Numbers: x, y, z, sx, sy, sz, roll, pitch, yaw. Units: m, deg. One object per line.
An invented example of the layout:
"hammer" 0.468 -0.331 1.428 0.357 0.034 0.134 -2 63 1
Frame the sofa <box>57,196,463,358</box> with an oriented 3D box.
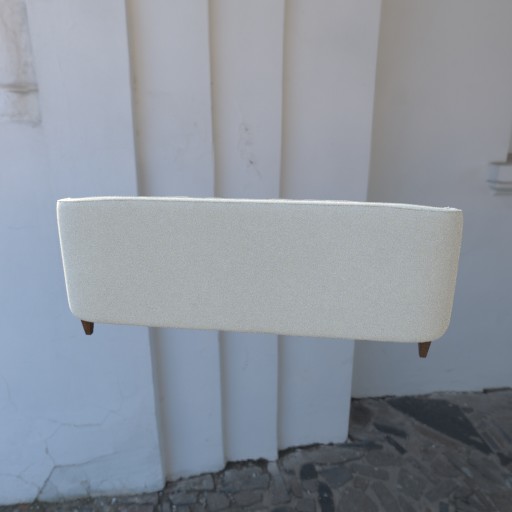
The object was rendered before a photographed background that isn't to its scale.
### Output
"sofa" 0.000 0.000 2.768 2.278 0.855 0.941 2 17 8
